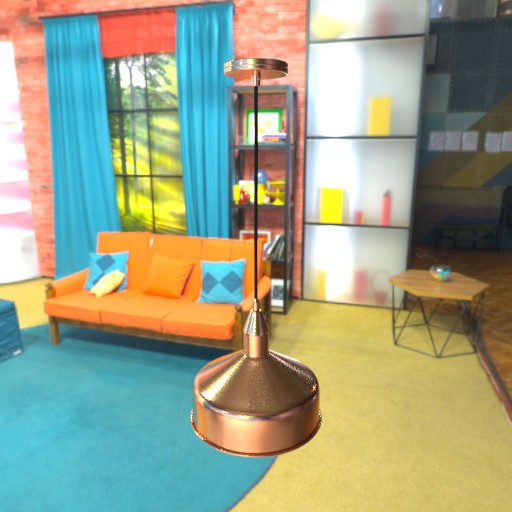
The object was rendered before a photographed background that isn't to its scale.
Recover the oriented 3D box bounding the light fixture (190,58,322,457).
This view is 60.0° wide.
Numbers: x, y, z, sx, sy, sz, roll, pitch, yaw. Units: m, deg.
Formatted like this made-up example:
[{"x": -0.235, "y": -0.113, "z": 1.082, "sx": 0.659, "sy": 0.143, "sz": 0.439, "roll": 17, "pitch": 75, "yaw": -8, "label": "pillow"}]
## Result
[{"x": 0.000, "y": 0.000, "z": 0.936, "sx": 0.301, "sy": 0.754, "sz": 0.301, "roll": -6, "pitch": 15, "yaw": -24, "label": "light fixture"}]
